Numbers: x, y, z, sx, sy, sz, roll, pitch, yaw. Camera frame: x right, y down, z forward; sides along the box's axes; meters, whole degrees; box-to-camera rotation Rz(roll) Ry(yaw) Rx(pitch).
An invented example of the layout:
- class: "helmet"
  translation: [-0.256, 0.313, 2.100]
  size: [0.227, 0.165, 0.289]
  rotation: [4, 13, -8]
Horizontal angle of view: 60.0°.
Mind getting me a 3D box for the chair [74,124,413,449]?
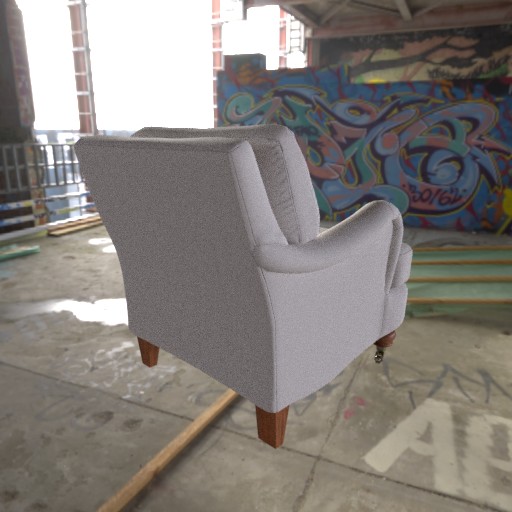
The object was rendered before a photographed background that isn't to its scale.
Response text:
- class: "chair"
  translation: [0.000, 0.000, 1.841]
  size: [0.955, 1.038, 1.070]
  rotation: [15, 22, 42]
